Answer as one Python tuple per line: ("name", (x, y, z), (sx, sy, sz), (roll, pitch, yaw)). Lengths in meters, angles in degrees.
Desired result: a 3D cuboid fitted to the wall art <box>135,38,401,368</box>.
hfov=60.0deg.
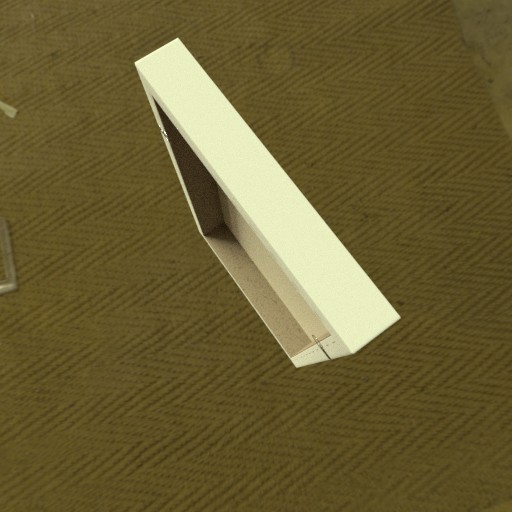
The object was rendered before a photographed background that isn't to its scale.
("wall art", (0.000, 0.000, 0.479), (0.039, 0.381, 0.252), (-34, 77, -9))
